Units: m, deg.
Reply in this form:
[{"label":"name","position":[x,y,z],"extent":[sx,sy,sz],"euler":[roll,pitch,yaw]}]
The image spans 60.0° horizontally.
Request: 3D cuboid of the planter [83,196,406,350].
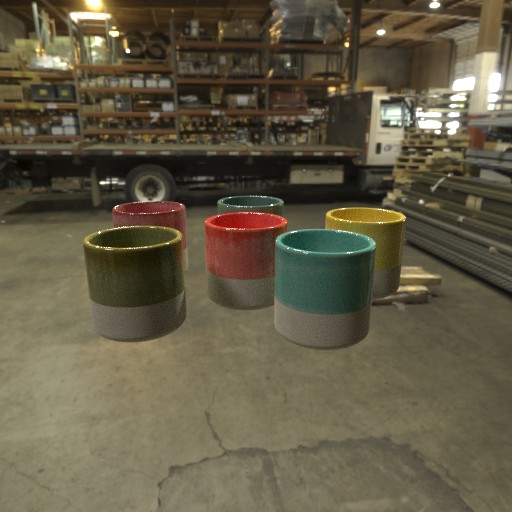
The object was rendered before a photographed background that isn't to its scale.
[{"label":"planter","position":[0.000,0.000,0.424],"extent":[0.286,0.075,0.257],"euler":[-3,17,-9]}]
